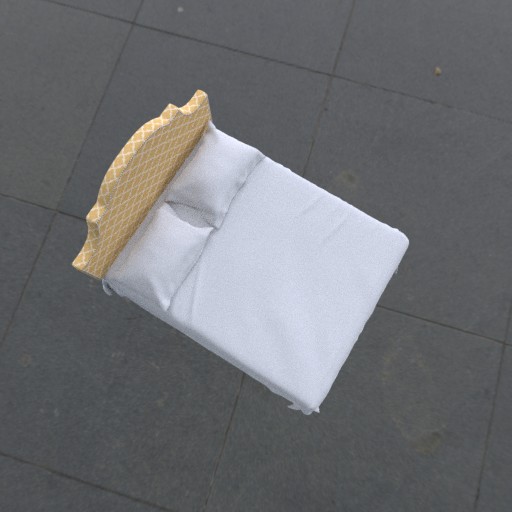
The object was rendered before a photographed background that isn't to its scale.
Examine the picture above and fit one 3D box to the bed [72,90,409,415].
[{"bbox_3d":[0.000,0.000,3.458,2.222,1.633,1.780,31,79,7],"label":"bed"}]
